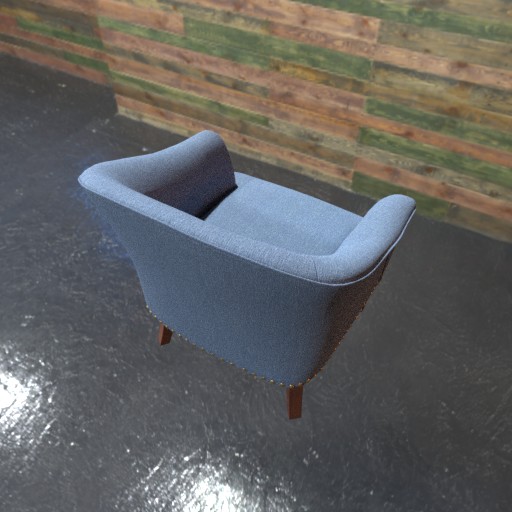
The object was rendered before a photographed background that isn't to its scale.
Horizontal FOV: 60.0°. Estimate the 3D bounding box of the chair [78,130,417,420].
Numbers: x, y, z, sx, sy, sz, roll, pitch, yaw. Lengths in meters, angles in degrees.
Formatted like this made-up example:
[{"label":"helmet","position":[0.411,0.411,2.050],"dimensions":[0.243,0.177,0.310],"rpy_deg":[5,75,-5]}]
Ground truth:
[{"label":"chair","position":[0.000,0.000,1.372],"dimensions":[0.772,0.815,0.704],"rpy_deg":[24,51,21]}]
